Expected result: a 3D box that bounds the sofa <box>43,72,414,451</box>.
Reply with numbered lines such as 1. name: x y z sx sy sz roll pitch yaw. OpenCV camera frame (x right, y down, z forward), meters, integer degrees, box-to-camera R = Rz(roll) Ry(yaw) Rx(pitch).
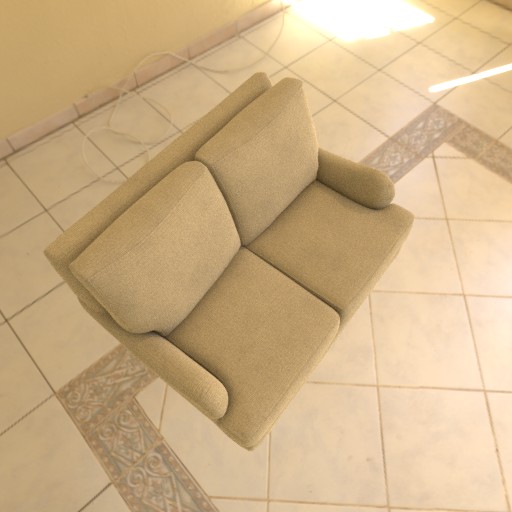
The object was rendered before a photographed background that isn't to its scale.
1. sofa: 0.000 0.000 2.223 1.087 0.999 1.480 34 65 18
